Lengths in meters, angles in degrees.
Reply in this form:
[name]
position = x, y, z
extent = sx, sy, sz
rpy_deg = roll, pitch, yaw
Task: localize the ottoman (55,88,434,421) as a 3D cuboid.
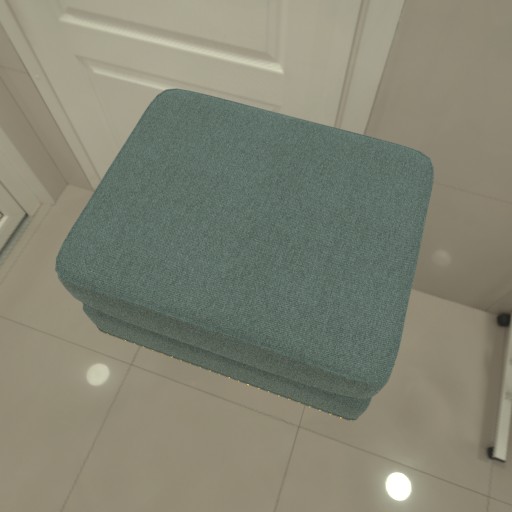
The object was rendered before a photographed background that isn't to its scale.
[ottoman]
position = 0.000, 0.000, 1.144
extent = 0.738, 0.537, 0.589
rpy_deg = 17, 64, 9
